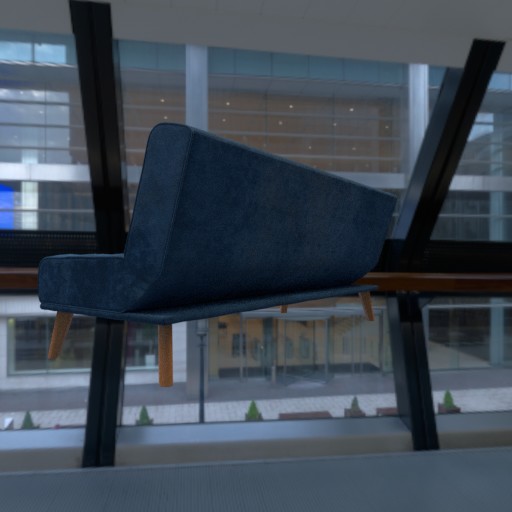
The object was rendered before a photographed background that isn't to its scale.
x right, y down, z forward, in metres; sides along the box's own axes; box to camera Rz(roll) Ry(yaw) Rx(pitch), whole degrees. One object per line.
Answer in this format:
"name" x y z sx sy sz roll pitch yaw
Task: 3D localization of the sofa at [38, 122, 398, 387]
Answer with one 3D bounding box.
"sofa" 0.000 0.000 2.249 0.855 0.813 1.804 0 0 36
